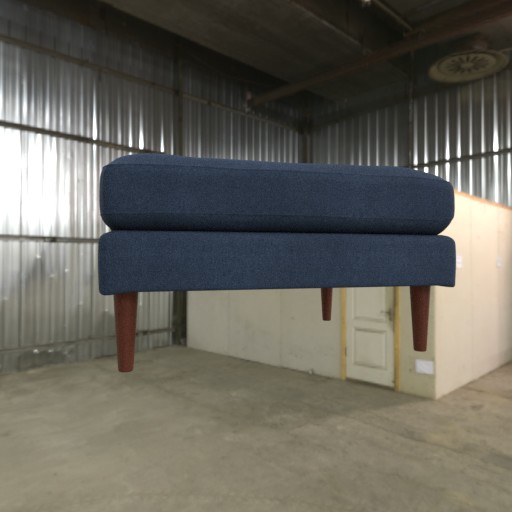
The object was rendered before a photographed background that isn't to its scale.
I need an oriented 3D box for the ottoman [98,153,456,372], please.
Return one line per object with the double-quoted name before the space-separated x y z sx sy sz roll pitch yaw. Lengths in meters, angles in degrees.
"ottoman" 0.000 0.000 1.277 0.821 0.474 0.693 0 0 -16
